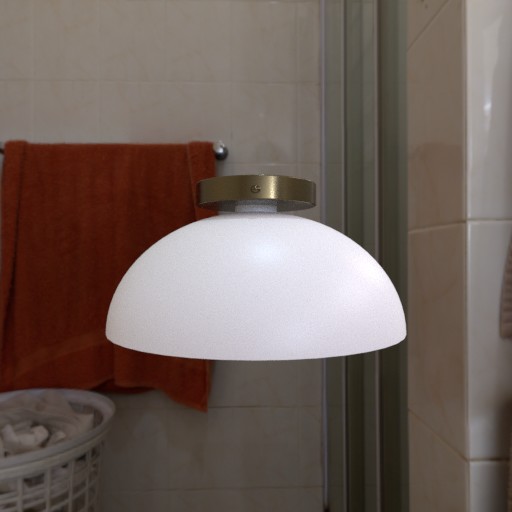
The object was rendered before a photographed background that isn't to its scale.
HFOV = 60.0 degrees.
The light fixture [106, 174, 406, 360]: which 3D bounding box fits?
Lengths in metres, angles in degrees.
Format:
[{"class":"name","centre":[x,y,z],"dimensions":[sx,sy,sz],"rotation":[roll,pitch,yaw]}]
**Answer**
[{"class":"light fixture","centre":[0.000,0.000,0.552],"dimensions":[0.355,0.177,0.355],"rotation":[0,0,0]}]
